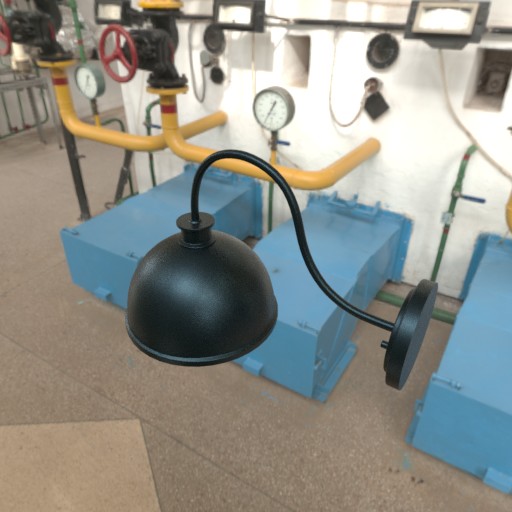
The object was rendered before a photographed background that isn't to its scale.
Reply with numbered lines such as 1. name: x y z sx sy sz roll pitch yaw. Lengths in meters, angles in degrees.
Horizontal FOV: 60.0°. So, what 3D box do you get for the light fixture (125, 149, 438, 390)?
1. light fixture: 0.000 0.000 0.621 0.467 0.295 0.253 19 37 28
